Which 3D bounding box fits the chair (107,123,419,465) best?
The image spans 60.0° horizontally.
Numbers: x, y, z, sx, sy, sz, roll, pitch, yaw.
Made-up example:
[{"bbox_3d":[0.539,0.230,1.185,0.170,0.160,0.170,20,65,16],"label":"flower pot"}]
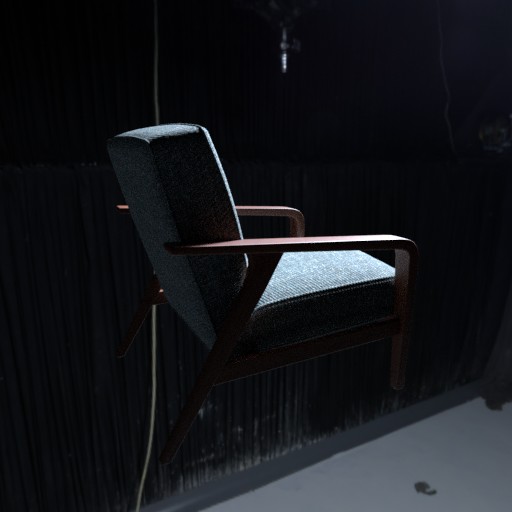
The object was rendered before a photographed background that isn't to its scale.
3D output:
[{"bbox_3d":[0.000,0.000,1.527,0.889,0.864,0.719,-7,17,-26],"label":"chair"}]
